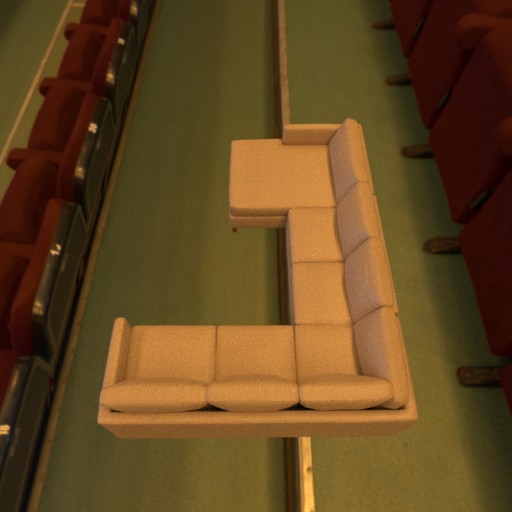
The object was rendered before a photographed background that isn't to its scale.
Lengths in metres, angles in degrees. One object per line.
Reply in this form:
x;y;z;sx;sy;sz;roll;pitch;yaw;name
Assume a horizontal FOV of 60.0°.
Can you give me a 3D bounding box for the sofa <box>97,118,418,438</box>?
0.000;0.000;4.627;2.594;0.961;3.460;0;58;0;sofa
